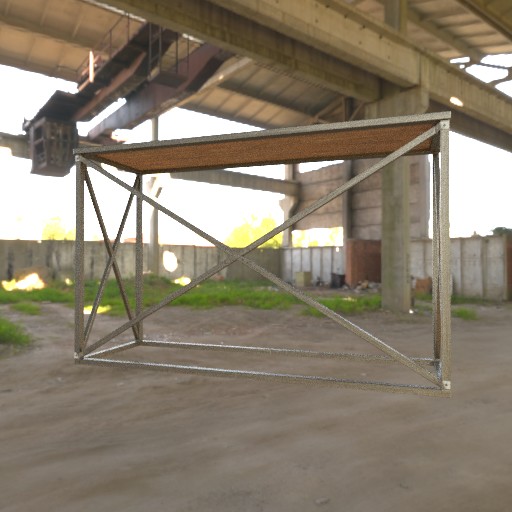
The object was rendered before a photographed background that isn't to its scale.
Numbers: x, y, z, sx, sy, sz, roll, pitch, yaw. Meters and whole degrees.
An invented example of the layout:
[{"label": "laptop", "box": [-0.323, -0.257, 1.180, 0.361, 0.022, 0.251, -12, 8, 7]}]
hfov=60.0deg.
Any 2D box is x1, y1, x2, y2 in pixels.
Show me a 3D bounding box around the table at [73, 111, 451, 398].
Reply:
[{"label": "table", "box": [0.000, 0.000, 1.543, 1.216, 0.753, 0.402, 0, -1, 19]}]
